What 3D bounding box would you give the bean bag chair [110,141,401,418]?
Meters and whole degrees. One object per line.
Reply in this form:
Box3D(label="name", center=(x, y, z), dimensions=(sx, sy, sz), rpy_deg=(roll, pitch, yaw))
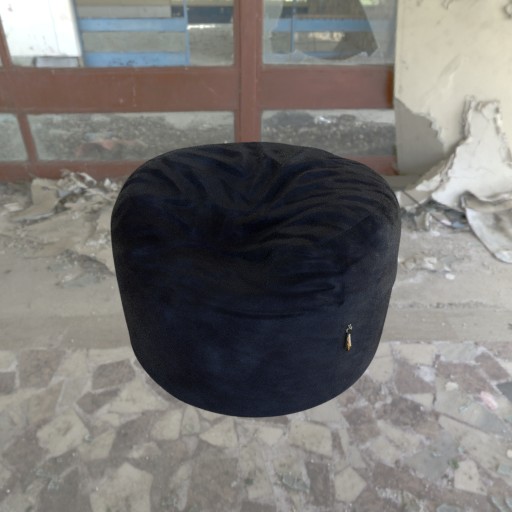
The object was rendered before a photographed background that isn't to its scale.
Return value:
Box3D(label="bean bag chair", center=(0.000, 0.000, 1.509), dimensions=(0.918, 0.616, 0.918), rpy_deg=(0, 31, 0))
